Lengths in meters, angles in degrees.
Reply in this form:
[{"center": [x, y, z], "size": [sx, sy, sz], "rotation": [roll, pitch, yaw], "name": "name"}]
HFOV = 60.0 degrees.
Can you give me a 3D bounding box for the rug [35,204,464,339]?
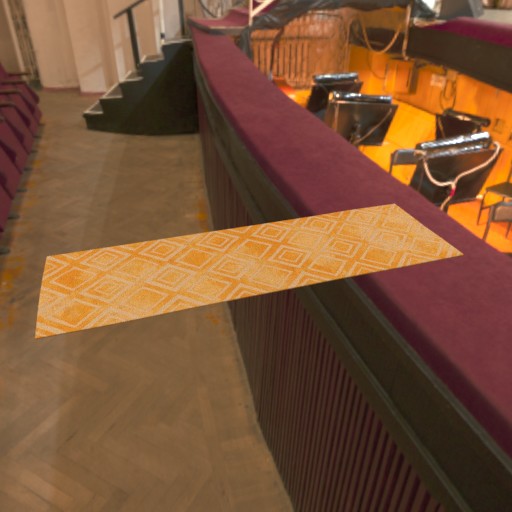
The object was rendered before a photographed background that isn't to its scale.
[{"center": [0.000, 0.000, 2.702], "size": [2.438, 0.010, 0.775], "rotation": [-10, 33, -15], "name": "rug"}]
